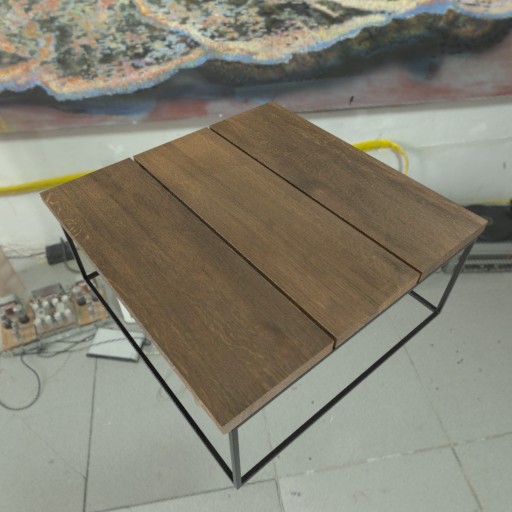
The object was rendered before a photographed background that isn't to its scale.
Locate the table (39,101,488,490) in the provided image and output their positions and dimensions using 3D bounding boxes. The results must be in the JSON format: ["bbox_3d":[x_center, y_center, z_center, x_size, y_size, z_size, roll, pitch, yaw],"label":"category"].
[{"bbox_3d":[0.000,0.000,1.394,0.900,0.400,0.900,-30,53,-26],"label":"table"}]
